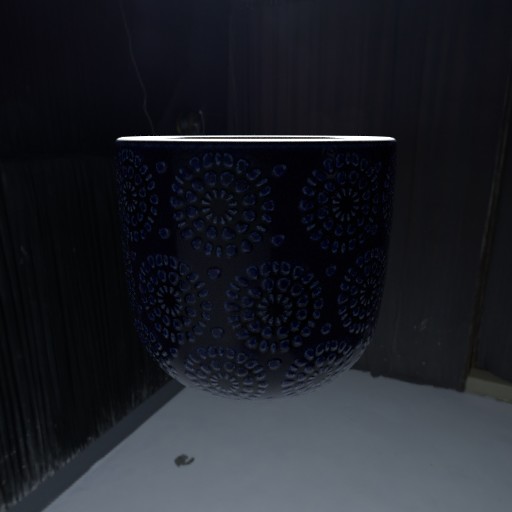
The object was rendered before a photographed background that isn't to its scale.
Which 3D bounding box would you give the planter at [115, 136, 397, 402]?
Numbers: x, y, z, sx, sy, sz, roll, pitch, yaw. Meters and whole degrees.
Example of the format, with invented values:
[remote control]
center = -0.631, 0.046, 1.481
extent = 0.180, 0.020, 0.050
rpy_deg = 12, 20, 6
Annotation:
[planter]
center = 0.000, 0.000, 0.288
extent = 0.165, 0.149, 0.165
rpy_deg = 0, 16, 0
